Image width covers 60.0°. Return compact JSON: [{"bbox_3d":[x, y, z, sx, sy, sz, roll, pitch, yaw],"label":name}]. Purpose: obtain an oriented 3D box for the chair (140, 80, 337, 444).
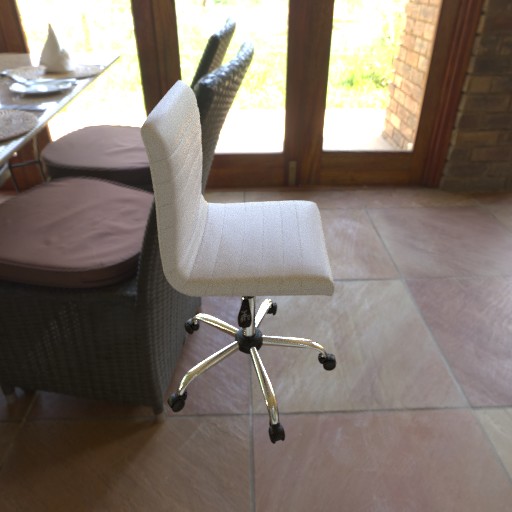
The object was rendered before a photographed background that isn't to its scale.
[{"bbox_3d":[0.000,0.000,1.073,0.455,0.750,0.520,1,33,1],"label":"chair"}]
